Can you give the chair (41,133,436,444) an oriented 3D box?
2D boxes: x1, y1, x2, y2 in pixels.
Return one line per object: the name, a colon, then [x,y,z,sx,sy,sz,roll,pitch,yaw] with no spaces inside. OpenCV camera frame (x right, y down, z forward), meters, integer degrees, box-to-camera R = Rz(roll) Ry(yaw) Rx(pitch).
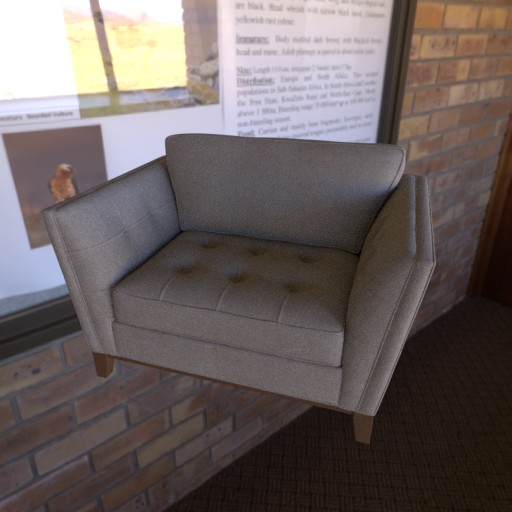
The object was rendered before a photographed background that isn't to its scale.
chair: [0.000,0.000,2.004,1.396,0.942,0.965,8,27,16]
